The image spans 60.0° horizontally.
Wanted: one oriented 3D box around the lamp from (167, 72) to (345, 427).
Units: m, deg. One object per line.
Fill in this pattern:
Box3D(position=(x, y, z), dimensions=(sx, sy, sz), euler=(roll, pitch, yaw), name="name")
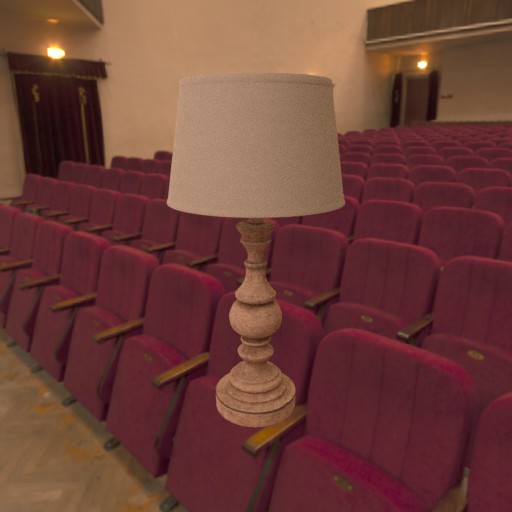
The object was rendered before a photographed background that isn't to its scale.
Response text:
Box3D(position=(0.000, 0.000, 0.892), dimensions=(0.340, 0.678, 0.340), euler=(0, 16, 0), name="lamp")
